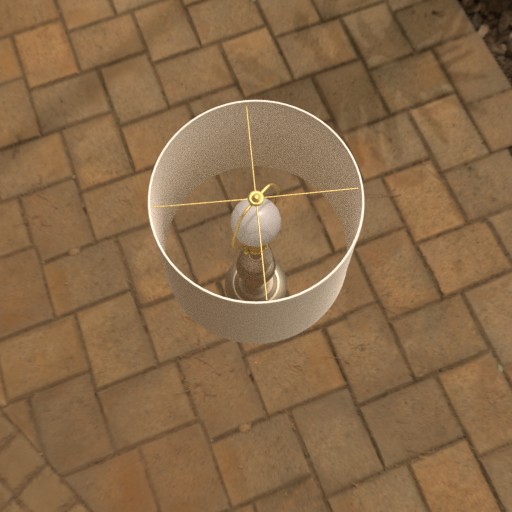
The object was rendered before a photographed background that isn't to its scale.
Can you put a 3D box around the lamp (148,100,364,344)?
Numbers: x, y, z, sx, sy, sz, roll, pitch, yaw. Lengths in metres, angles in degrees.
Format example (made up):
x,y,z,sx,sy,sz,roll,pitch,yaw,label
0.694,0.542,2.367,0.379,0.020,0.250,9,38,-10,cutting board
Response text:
x,y,z,sx,sy,sz,roll,pitch,yaw,label
0.000,0.000,0.835,0.328,0.619,0.328,0,76,0,lamp
